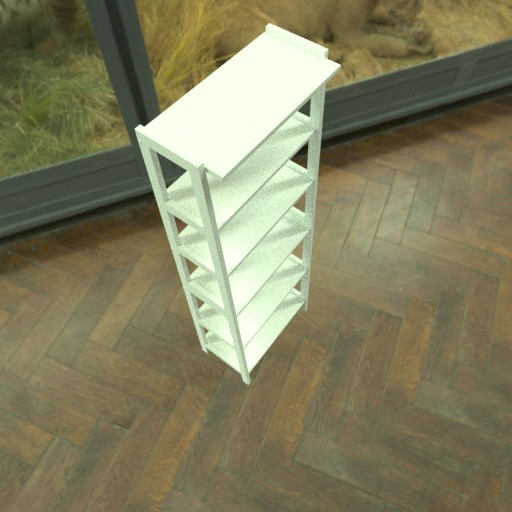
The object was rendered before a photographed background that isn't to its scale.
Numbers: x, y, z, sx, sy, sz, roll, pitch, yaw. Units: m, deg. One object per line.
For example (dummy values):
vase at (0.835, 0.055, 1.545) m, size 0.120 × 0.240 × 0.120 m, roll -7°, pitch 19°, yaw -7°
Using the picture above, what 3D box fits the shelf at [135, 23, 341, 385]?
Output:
shelf at (0.000, 0.000, 2.157) m, size 0.381 × 1.892 × 0.660 m, roll 33°, pitch 64°, yaw 18°
